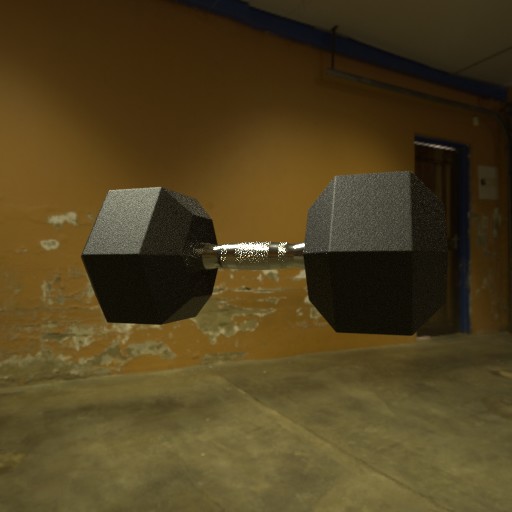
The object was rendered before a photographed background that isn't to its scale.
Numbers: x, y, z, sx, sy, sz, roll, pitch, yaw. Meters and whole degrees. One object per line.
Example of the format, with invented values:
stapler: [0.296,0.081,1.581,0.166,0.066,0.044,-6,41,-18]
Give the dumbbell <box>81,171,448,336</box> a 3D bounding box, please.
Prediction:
dumbbell: [0.000,0.000,0.493,0.384,0.150,0.173,-1,-2,18]
